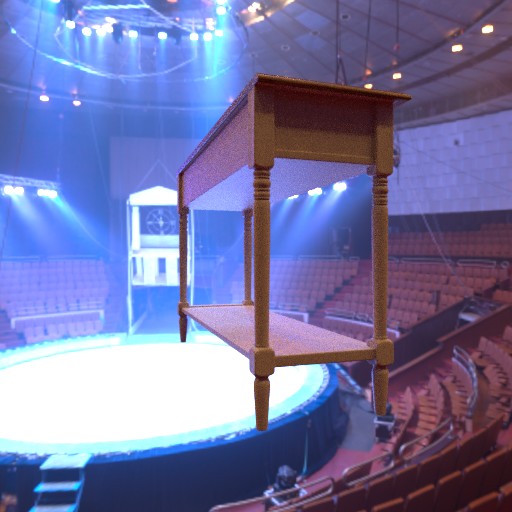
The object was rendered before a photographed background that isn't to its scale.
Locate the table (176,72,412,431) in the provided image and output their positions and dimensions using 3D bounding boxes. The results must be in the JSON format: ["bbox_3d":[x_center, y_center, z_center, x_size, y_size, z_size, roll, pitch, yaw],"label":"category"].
[{"bbox_3d":[0.000,0.000,1.601,0.399,0.800,1.219,0,0,-19],"label":"table"}]
